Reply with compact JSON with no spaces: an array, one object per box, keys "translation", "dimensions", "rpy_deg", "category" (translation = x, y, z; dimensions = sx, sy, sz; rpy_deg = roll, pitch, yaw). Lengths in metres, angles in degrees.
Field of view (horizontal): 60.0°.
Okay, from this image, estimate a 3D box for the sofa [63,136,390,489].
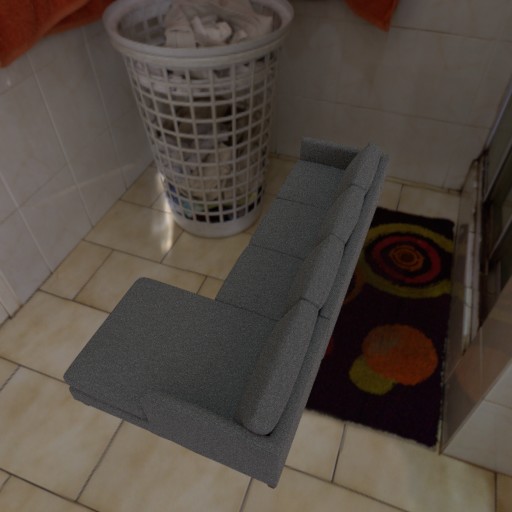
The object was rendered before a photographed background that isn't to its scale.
[{"translation":[0.000,0.000,3.847],"dimensions":[1.625,0.846,3.186],"rpy_deg":[17,49,15],"category":"sofa"}]
